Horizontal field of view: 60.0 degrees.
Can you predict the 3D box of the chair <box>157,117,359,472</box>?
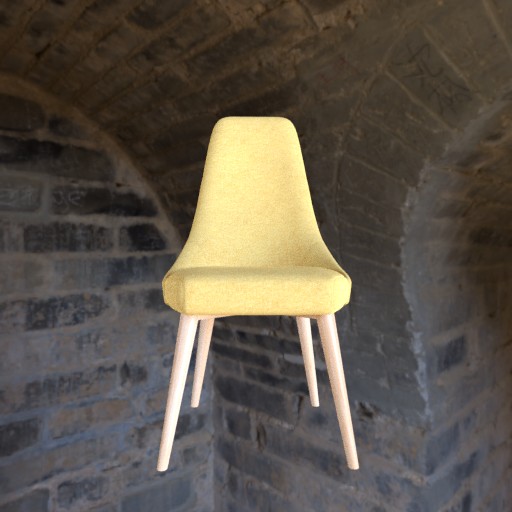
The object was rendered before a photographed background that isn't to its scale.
[{"bbox_3d":[0.000,0.000,1.357,0.510,1.040,0.660,0,0,-1],"label":"chair"}]
